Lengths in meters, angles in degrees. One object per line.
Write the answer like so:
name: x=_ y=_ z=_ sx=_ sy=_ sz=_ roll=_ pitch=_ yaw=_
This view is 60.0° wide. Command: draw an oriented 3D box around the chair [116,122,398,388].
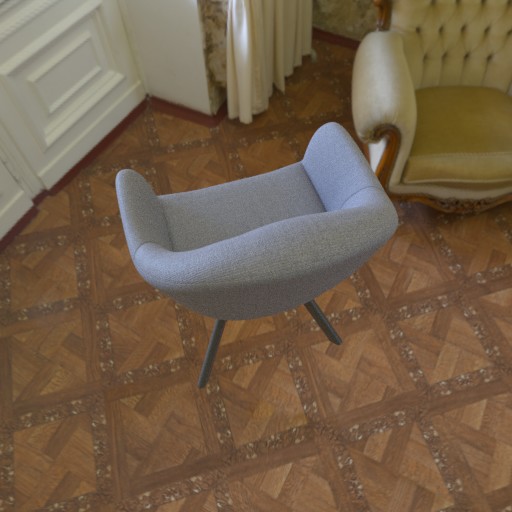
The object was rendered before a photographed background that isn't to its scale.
chair: x=0.000 y=0.000 z=1.184 sx=0.590 sy=0.795 sz=0.550 roll=-15 pitch=60 yaw=-9
